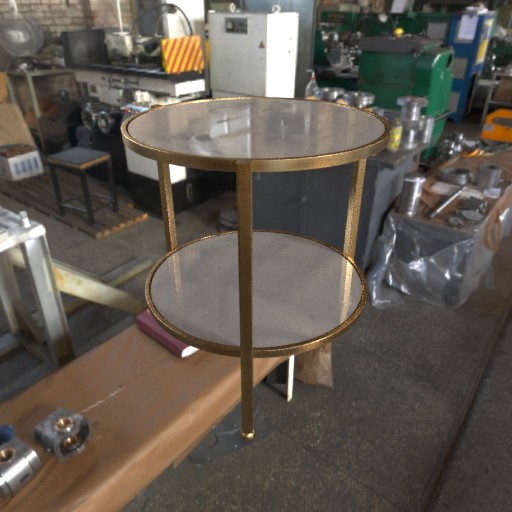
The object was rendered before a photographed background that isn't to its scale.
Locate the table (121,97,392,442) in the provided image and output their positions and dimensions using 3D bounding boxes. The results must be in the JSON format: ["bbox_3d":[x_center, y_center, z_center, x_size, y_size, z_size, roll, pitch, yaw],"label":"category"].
[{"bbox_3d":[0.000,0.000,0.453,0.231,0.269,0.243,2,30,3],"label":"table"}]
